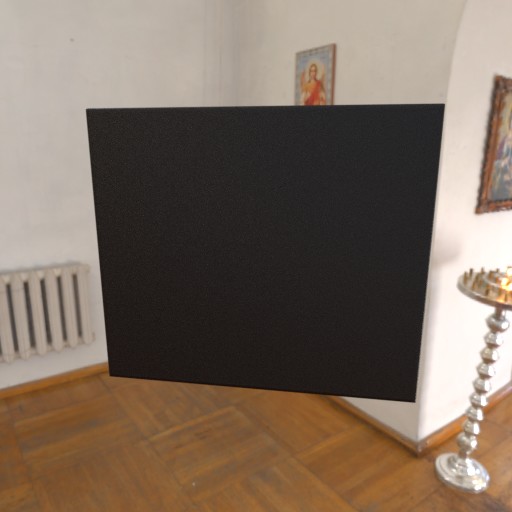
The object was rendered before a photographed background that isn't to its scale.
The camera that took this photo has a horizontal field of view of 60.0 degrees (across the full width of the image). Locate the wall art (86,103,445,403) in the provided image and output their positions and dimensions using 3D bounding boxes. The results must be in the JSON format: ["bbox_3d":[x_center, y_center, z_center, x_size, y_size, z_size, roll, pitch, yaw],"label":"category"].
[{"bbox_3d":[0.000,0.000,0.517,0.380,0.330,0.028,2,14,9],"label":"wall art"}]
